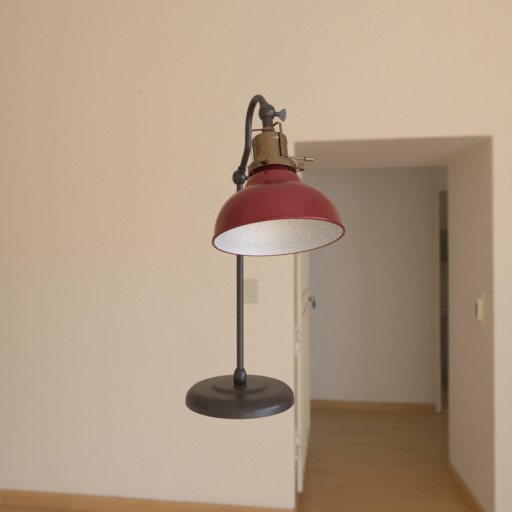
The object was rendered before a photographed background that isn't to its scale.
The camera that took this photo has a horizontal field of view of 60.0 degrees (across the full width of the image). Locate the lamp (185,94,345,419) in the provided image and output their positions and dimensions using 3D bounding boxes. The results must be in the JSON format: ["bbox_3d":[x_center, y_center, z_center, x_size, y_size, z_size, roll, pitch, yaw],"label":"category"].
[{"bbox_3d":[0.000,0.000,0.701,0.192,0.508,0.374,0,-1,-18],"label":"lamp"}]
